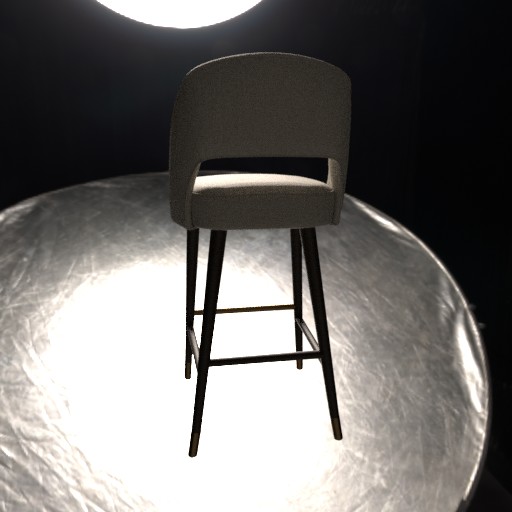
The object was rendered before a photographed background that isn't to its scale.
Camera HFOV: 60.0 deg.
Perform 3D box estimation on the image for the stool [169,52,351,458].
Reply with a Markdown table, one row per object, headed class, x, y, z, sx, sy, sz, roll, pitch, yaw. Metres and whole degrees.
| class | x | y | z | sx | sy | sz | roll | pitch | yaw |
| --- | --- | --- | --- | --- | --- | --- | --- | --- | --- |
| stool | 0.000 | 0.000 | 1.329 | 0.494 | 1.037 | 0.509 | -2 | 14 | -10 |
